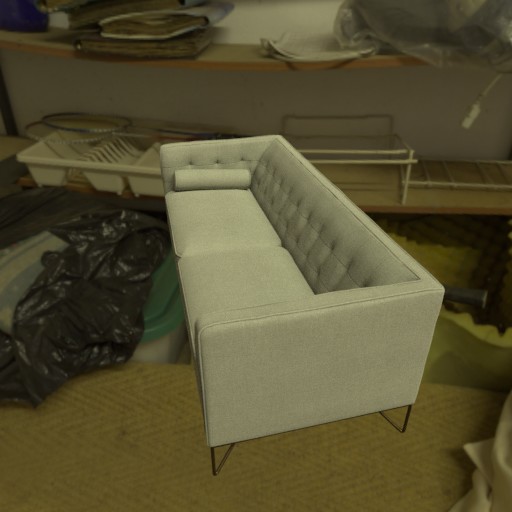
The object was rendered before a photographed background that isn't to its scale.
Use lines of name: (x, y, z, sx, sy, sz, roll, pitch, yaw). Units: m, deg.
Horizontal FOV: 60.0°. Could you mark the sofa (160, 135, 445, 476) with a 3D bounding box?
sofa: (0.000, 0.000, 2.546, 0.912, 0.798, 2.079, -7, 31, -12)
